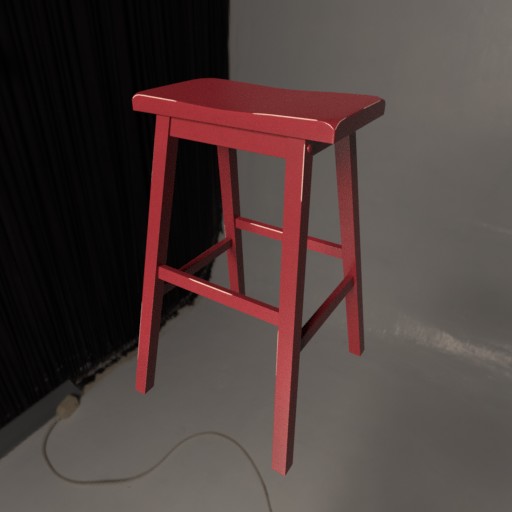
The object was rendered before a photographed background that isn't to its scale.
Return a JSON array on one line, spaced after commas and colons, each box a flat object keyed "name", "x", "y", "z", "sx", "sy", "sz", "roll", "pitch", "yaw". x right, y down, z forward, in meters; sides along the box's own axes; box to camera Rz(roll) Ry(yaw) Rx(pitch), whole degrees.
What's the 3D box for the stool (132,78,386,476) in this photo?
[{"name": "stool", "x": 0.000, "y": 0.000, "z": 1.059, "sx": 0.457, "sy": 0.737, "sz": 0.476, "roll": 18, "pitch": 35, "yaw": 28}]
